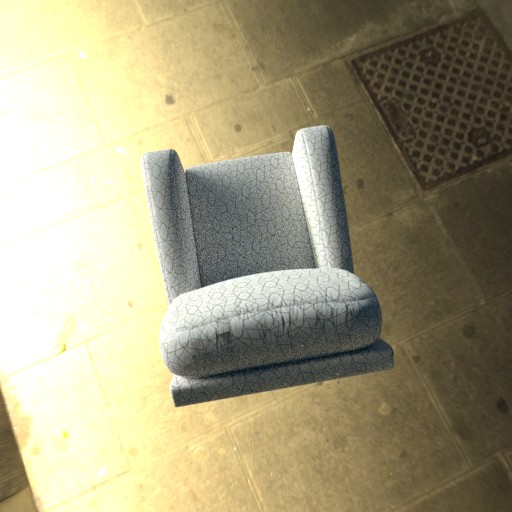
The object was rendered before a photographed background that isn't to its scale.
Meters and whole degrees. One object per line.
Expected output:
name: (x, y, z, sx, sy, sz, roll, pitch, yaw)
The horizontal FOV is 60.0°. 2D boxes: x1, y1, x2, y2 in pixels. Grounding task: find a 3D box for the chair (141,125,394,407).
chair: (0.000, 0.000, 1.773, 0.796, 1.064, 0.995, -9, 76, -2)
